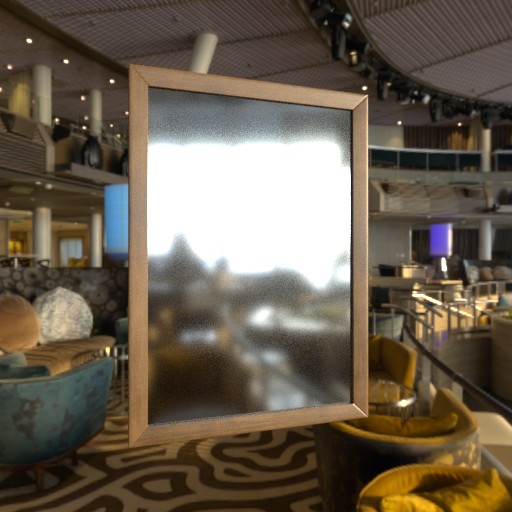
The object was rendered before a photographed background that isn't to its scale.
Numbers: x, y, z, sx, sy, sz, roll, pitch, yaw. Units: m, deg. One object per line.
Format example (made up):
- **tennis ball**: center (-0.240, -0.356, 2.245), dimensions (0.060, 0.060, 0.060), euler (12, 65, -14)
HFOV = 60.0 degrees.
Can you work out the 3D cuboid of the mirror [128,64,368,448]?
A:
- **mirror**: center (0.000, 0.000, 0.916), dimensions (0.507, 0.710, 0.040), euler (0, 0, -18)
